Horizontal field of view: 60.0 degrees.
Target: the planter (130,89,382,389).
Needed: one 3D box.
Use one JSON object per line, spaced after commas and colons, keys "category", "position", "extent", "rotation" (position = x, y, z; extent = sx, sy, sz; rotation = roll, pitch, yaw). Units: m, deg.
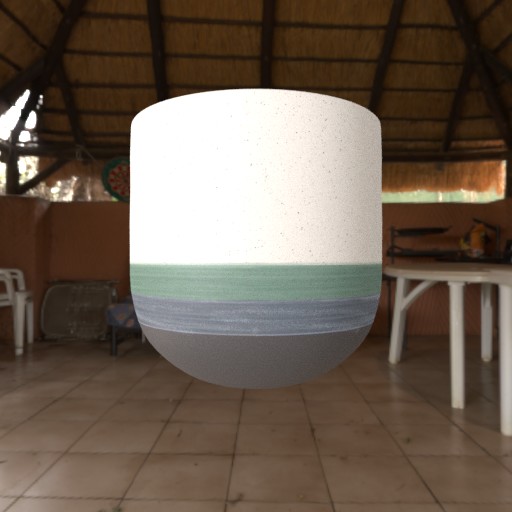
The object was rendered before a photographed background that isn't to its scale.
{"category": "planter", "position": [0.000, 0.000, 0.490], "extent": [0.268, 0.270, 0.268], "rotation": [0, 0, 0]}
